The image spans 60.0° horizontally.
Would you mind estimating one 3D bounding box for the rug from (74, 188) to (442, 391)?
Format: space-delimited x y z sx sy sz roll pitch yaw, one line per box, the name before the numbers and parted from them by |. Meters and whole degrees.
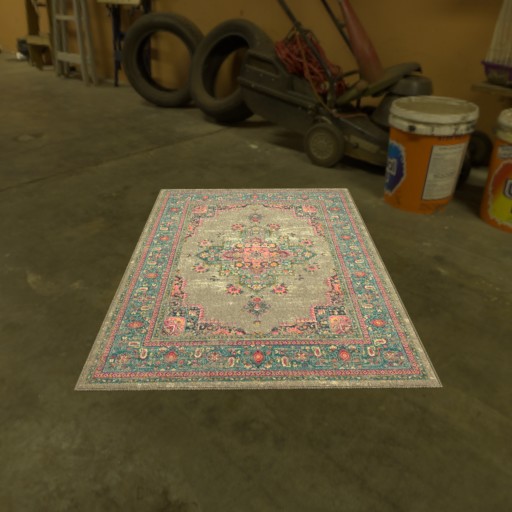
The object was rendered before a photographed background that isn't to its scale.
rug | 0.000 0.000 2.869 1.609 0.013 2.214 0 31 -1
